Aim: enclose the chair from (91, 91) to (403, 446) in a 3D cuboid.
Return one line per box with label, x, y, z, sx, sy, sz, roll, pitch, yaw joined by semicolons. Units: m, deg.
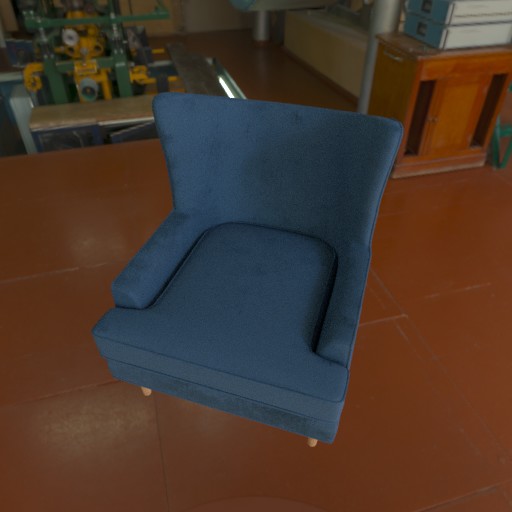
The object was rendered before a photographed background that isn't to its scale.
chair;0.000;0.000;1.547;0.793;0.952;0.910;12;41;14
